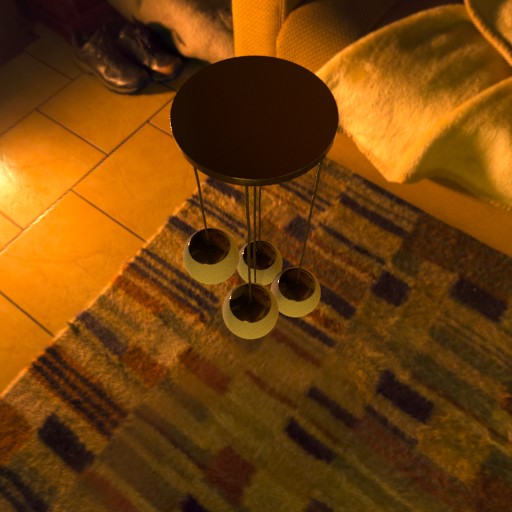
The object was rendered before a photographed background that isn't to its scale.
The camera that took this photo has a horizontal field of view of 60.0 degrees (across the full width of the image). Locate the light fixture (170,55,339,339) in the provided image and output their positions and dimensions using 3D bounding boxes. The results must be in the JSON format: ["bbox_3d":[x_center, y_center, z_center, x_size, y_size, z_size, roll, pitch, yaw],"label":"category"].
[{"bbox_3d":[0.000,0.000,1.469,0.489,1.271,0.484,14,63,7],"label":"light fixture"}]
